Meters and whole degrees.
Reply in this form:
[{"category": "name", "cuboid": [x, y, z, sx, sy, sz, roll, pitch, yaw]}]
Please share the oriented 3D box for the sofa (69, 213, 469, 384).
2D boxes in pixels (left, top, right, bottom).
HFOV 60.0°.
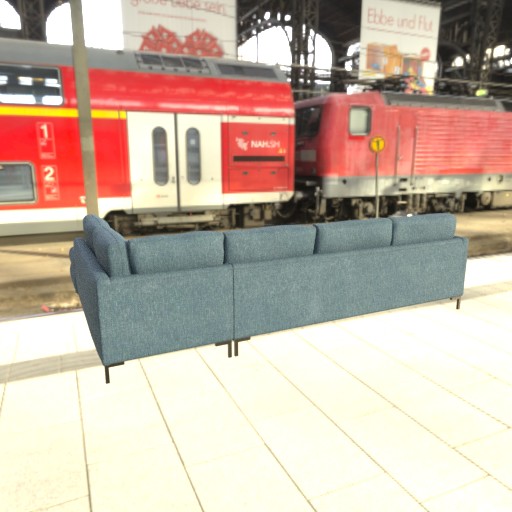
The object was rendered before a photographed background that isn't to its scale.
[{"category": "sofa", "cuboid": [0.000, 0.000, 3.898, 2.949, 0.815, 2.007, -6, 14, -25]}]
